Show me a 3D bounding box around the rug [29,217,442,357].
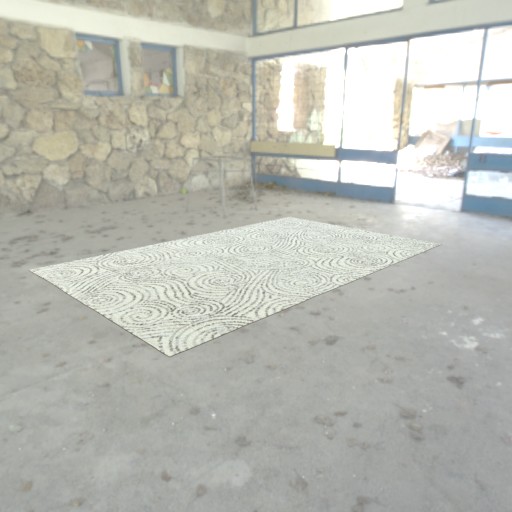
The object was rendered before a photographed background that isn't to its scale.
[{"bbox_3d":[0.000,0.000,3.034,2.439,0.005,1.524,-15,22,-43],"label":"rug"}]
